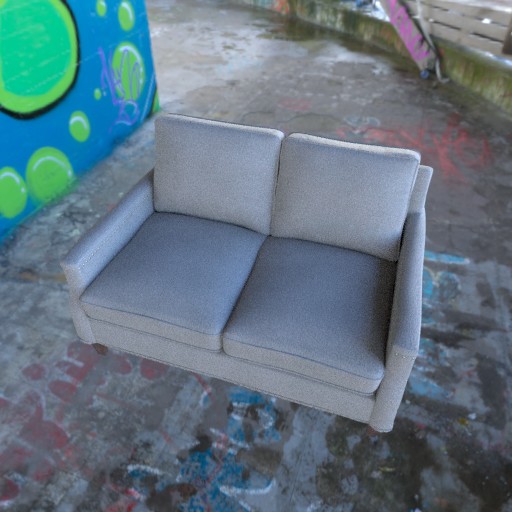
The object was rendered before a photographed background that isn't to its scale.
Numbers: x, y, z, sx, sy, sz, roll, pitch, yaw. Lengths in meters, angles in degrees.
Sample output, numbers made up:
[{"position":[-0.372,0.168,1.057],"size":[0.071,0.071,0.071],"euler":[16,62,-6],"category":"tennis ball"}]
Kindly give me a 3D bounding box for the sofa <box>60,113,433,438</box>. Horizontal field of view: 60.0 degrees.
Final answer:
[{"position":[0.000,0.000,2.236],"size":[1.597,1.003,1.084],"euler":[13,44,14],"category":"sofa"}]
